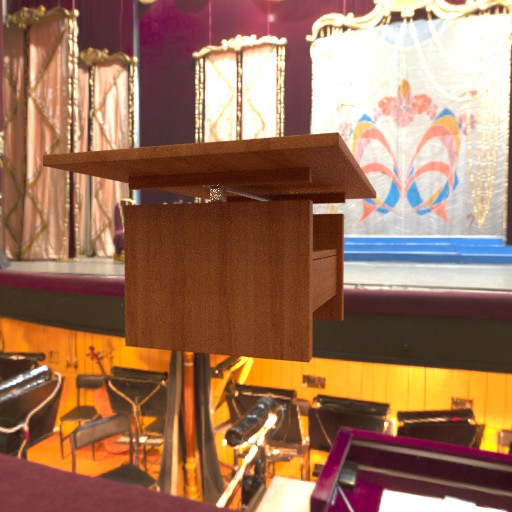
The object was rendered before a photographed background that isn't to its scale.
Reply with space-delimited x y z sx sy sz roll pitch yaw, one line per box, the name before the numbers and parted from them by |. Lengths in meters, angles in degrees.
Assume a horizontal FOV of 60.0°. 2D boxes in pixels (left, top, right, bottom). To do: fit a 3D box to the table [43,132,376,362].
table | 0.000 0.000 1.471 0.700 0.510 1.100 1 2 19
